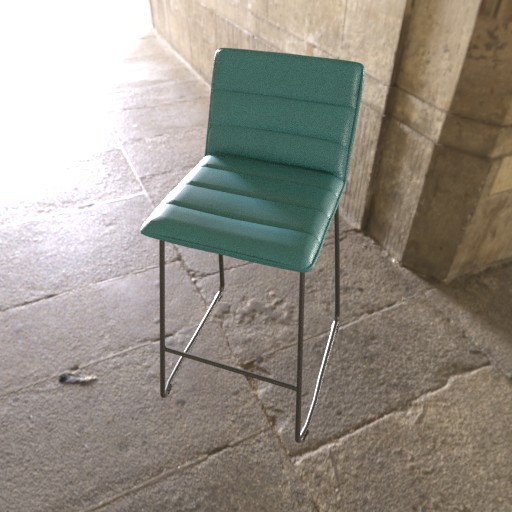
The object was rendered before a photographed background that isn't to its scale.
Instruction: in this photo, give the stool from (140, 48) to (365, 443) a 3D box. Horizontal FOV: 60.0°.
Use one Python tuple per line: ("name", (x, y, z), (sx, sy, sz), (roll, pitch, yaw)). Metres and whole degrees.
("stool", (0.000, 0.000, 1.232), (0.489, 0.936, 0.524), (13, 43, 14))
